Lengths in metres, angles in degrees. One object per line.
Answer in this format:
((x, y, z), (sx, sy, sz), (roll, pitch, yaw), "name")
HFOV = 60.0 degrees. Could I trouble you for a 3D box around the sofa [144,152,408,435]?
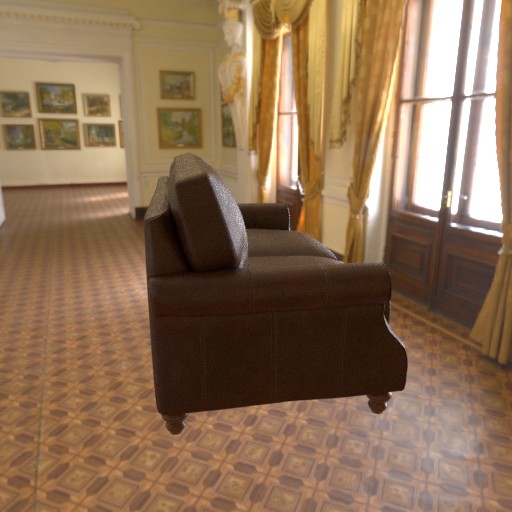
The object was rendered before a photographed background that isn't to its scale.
((0.000, 0.000, 2.236), (0.990, 0.976, 1.616), (-3, 16, -10), "sofa")
